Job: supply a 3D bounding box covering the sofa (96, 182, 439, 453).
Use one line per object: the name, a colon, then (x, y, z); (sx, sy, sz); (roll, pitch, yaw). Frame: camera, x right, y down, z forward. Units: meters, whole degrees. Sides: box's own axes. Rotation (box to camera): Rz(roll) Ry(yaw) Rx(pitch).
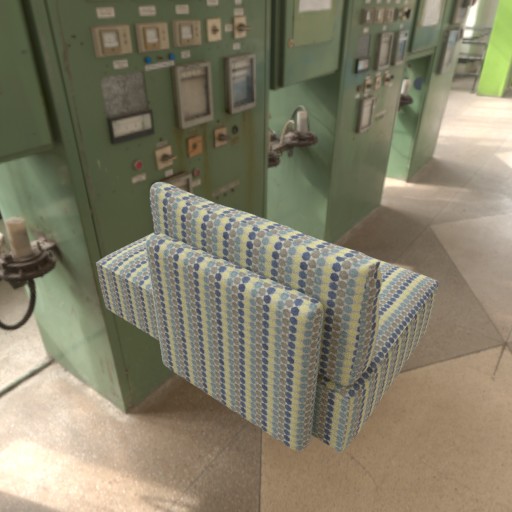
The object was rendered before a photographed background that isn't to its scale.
sofa: (0.000, 0.000, 2.060); (1.450, 0.820, 1.000); (22, 37, 32)
